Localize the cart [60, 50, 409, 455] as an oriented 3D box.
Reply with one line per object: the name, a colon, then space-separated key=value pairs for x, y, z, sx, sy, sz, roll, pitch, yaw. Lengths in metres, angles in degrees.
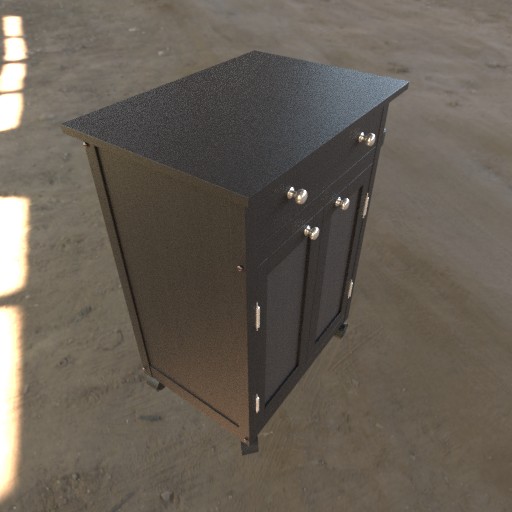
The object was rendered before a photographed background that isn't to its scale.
cart: x=0.000 y=0.000 z=1.238 sx=0.456 sy=0.879 sz=0.660 roll=25 pitch=45 yaw=27
